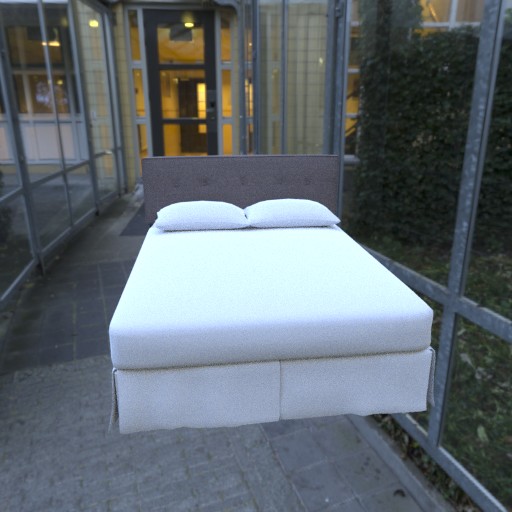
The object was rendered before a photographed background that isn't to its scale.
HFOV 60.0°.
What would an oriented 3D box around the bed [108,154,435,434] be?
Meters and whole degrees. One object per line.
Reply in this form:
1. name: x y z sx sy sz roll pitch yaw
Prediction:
1. bed: 0.000 0.000 2.846 1.610 1.089 1.894 -2 19 -7
